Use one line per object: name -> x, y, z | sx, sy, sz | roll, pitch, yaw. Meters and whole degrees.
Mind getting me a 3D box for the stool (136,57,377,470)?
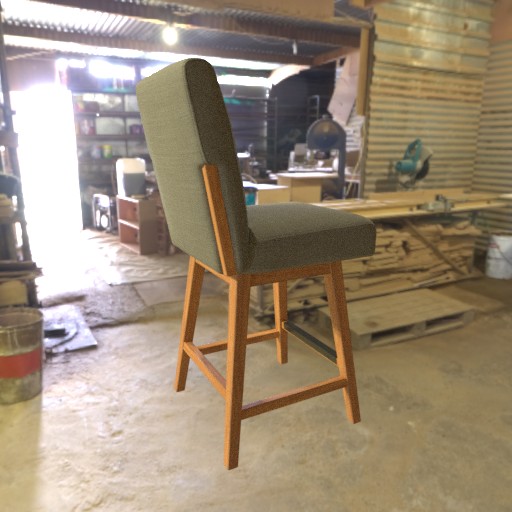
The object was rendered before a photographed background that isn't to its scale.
stool -> 0.000, 0.000, 1.331 | 0.570, 1.019, 0.459 | -8, 16, -27
